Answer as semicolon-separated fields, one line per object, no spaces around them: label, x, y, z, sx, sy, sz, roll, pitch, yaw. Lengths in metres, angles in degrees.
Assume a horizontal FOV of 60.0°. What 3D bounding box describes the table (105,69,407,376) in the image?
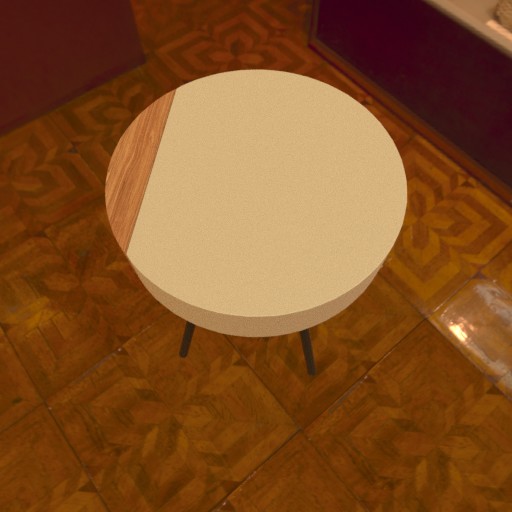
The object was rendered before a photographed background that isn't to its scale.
table;0.000;0.000;0.877;0.450;0.525;0.450;0;63;0
